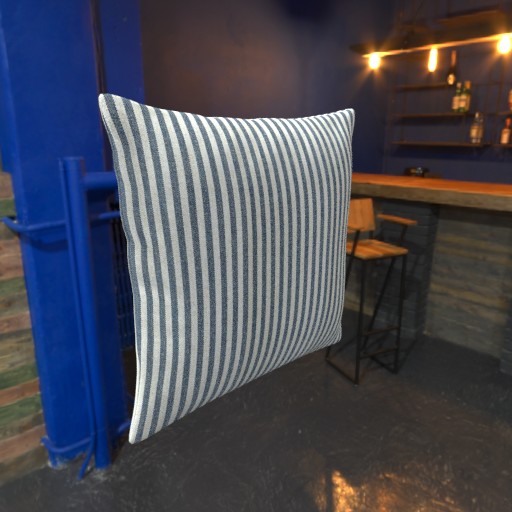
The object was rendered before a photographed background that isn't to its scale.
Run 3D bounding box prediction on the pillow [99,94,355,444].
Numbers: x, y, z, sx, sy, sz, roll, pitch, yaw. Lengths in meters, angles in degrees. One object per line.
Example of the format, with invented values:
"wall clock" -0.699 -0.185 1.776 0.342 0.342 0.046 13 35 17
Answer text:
"pillow" 0.000 0.000 0.780 0.523 0.510 0.166 -14 20 -40
